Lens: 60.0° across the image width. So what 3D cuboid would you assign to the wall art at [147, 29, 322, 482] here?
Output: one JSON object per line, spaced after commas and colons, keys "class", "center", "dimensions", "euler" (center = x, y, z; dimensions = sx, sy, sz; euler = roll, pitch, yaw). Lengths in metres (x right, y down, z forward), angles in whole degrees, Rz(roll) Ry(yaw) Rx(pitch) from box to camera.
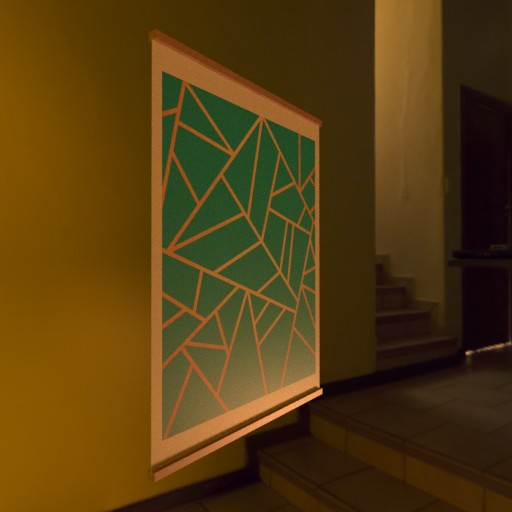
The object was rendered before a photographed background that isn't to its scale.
{"class": "wall art", "center": [0.000, 0.000, 0.665], "dimensions": [0.012, 0.508, 0.405], "euler": [0, -1, 36]}
